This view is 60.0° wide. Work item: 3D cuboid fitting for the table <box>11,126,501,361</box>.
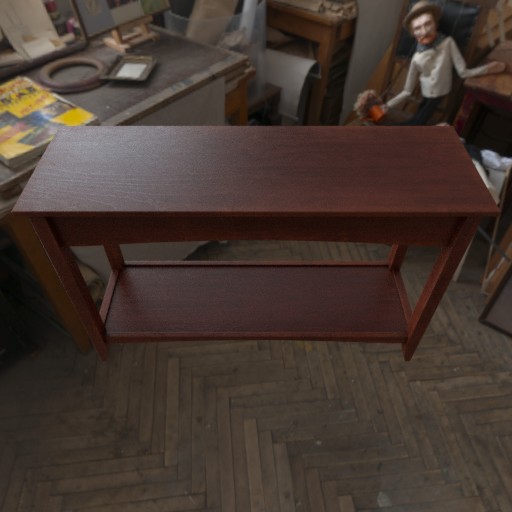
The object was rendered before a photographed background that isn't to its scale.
[{"bbox_3d":[0.000,0.000,1.476,1.188,0.739,0.392,0,47,0],"label":"table"}]
